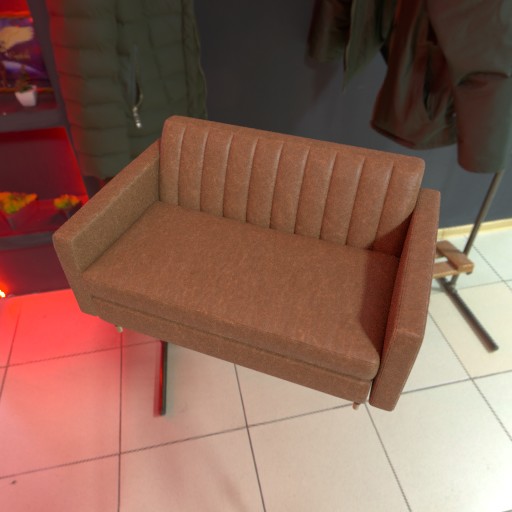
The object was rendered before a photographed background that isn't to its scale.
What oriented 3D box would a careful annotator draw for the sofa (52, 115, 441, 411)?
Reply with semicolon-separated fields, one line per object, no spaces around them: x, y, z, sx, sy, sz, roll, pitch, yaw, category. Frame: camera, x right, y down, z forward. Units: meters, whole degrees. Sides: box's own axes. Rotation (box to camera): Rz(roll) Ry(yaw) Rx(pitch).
0.000;0.000;2.128;1.549;0.820;0.960;14;45;15;sofa
